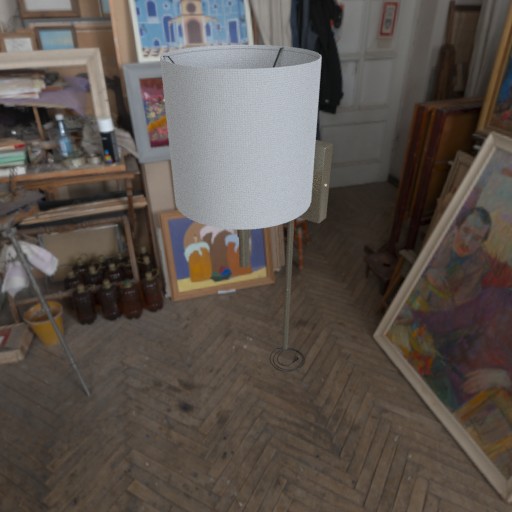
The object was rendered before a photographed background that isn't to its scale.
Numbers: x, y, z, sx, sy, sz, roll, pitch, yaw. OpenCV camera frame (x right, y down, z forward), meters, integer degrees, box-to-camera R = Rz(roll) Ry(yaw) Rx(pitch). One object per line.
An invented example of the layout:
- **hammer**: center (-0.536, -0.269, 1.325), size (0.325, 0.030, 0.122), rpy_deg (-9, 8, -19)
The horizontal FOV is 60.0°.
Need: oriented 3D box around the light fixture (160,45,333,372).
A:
- **light fixture**: center (0.000, 0.000, 0.699), size (0.188, 0.589, 0.248), rpy_deg (21, 38, 29)
